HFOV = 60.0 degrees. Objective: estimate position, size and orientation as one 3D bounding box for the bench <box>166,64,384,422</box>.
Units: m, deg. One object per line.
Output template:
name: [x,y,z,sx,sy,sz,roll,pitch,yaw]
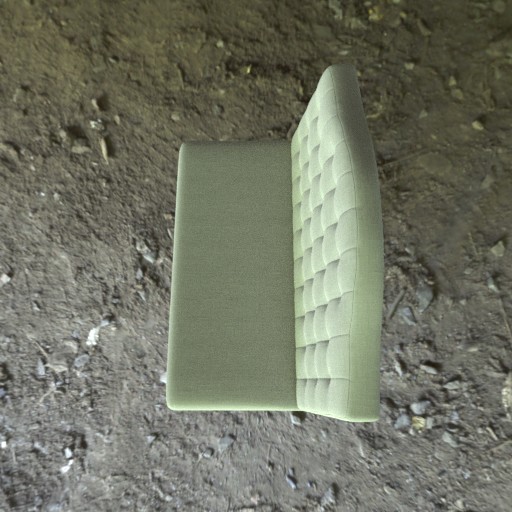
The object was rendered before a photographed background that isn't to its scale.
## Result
bench: [0.000,0.000,1.988,0.815,1.180,1.335,0,74,0]
